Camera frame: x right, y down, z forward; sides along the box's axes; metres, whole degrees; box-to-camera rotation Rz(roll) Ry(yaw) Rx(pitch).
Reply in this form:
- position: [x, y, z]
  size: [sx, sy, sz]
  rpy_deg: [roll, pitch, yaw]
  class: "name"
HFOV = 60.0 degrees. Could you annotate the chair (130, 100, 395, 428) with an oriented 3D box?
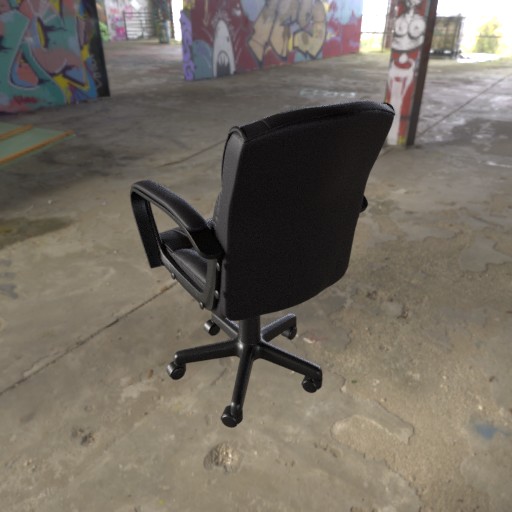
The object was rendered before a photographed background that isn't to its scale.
- position: [0.000, 0.000, 1.385]
  size: [0.576, 0.998, 0.641]
  rpy_deg: [-18, 34, -29]
  class: "chair"
